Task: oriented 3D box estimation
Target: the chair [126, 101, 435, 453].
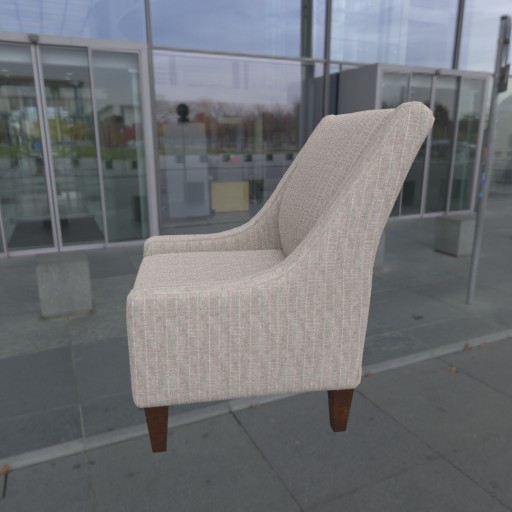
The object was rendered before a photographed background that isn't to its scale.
[{"bbox_3d":[0.000,0.000,1.602,0.870,1.014,0.774,-2,15,-9],"label":"chair"}]
